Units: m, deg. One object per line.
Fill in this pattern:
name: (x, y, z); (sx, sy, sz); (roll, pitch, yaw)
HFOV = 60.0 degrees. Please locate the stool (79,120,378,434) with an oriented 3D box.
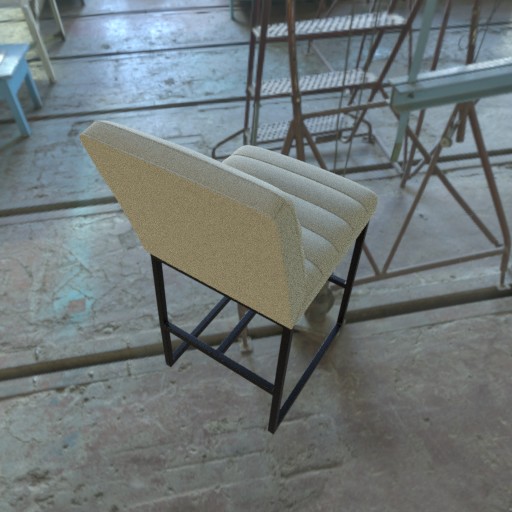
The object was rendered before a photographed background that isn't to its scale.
stool: (0.000, 0.000, 1.241); (0.460, 0.940, 0.560); (26, 52, 22)
